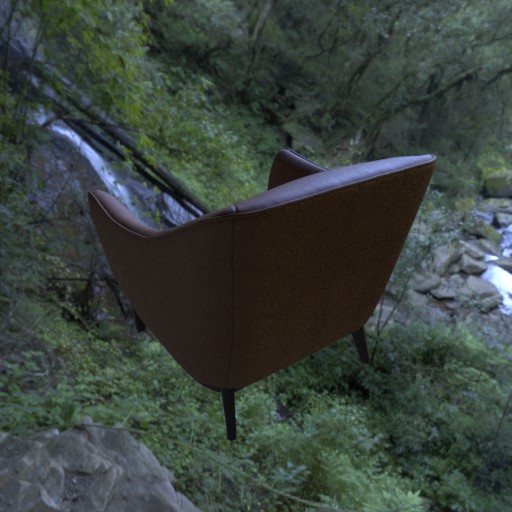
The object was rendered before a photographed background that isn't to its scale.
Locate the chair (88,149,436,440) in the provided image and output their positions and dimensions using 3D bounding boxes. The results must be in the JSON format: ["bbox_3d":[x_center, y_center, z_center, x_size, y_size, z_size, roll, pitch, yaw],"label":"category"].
[{"bbox_3d":[0.000,0.000,1.529,0.871,0.830,0.852,-19,36,-29],"label":"chair"}]
